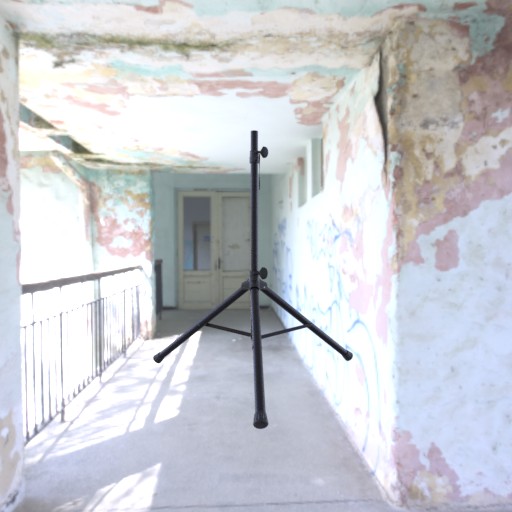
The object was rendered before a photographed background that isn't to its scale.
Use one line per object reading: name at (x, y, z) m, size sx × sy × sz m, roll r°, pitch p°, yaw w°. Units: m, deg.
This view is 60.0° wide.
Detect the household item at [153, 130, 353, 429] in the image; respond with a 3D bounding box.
household item at (0.000, 0.000, 1.895) m, size 1.045 × 1.136 × 0.907 m, roll 0°, pitch 2°, yaw -1°
